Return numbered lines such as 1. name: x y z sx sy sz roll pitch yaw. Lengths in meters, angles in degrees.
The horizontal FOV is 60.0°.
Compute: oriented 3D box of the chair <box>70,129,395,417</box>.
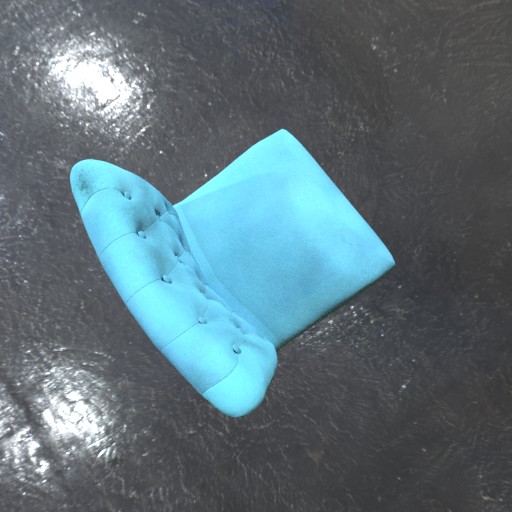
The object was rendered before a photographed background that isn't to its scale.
1. chair: 0.000 0.000 1.198 0.605 0.750 0.582 -35 79 -8
